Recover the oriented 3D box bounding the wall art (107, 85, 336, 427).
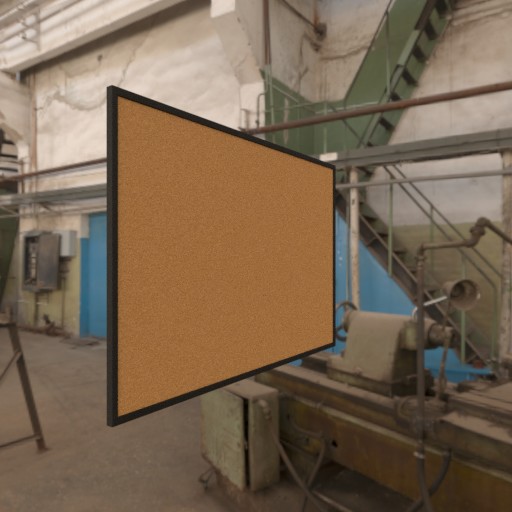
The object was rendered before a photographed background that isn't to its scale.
[{"bbox_3d":[0.000,0.000,0.864,0.013,0.458,0.664,0,0,36],"label":"wall art"}]
